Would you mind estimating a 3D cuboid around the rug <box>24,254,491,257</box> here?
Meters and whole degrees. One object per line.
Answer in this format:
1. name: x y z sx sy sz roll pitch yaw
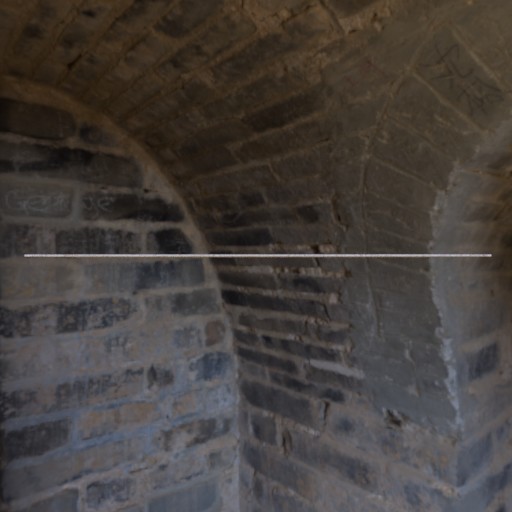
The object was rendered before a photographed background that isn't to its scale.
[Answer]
1. rug: 0.000 0.000 2.702 2.452 0.012 0.775 0 0 2
